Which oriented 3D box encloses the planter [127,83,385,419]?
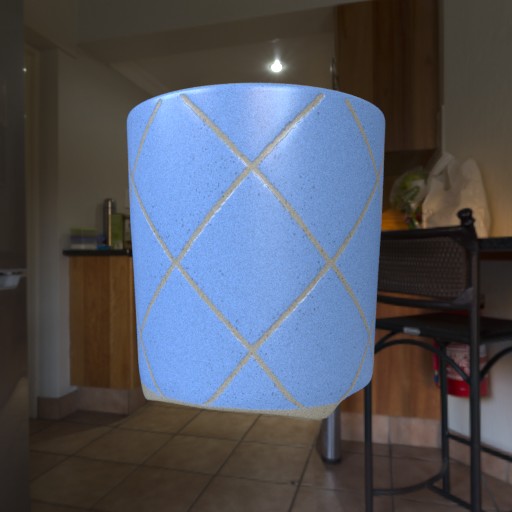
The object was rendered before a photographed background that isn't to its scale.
[{"bbox_3d":[0.000,0.000,0.408,0.227,0.235,0.227,0,1,0],"label":"planter"}]
